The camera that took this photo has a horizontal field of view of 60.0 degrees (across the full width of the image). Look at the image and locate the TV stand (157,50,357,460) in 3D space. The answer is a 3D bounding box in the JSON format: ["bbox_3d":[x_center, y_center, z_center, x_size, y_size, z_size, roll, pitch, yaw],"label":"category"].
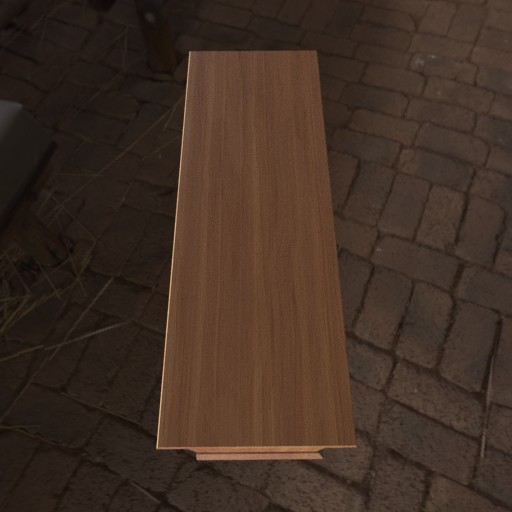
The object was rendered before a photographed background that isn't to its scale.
[{"bbox_3d":[0.000,0.000,1.436,0.417,0.607,1.181,0,64,0],"label":"TV stand"}]
